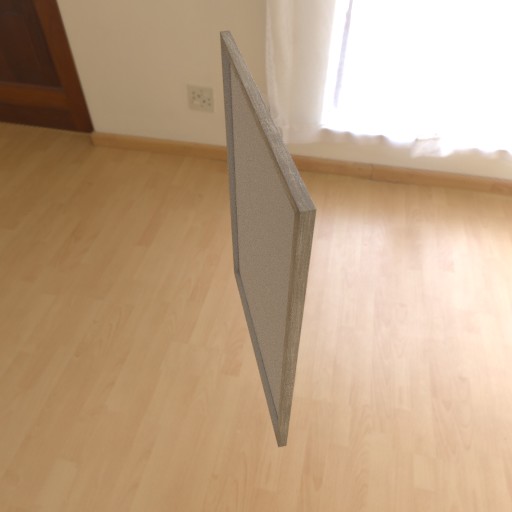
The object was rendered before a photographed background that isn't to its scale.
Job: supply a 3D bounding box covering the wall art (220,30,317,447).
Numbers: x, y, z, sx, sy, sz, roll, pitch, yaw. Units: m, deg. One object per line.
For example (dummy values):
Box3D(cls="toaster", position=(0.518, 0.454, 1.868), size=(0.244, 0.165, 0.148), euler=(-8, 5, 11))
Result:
Box3D(cls="wall art", position=(0.000, 0.000, 1.347), size=(0.035, 1.022, 0.781), euler=(-10, 47, -9))
